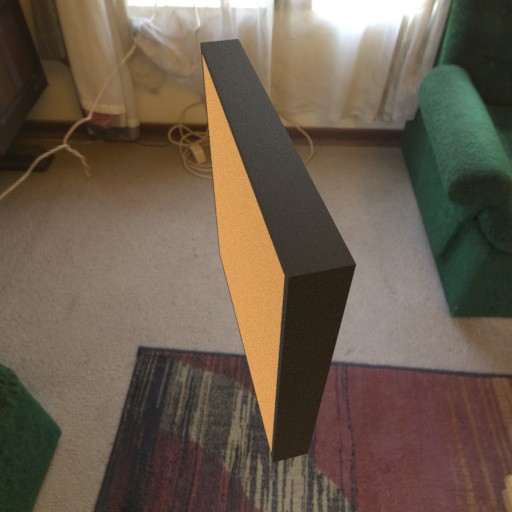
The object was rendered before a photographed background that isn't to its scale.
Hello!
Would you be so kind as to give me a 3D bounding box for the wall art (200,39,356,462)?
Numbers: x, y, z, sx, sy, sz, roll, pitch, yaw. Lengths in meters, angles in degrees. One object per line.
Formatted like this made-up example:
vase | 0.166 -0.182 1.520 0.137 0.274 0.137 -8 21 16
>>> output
wall art | 0.000 0.000 0.449 0.038 0.304 0.304 -10 49 -9
